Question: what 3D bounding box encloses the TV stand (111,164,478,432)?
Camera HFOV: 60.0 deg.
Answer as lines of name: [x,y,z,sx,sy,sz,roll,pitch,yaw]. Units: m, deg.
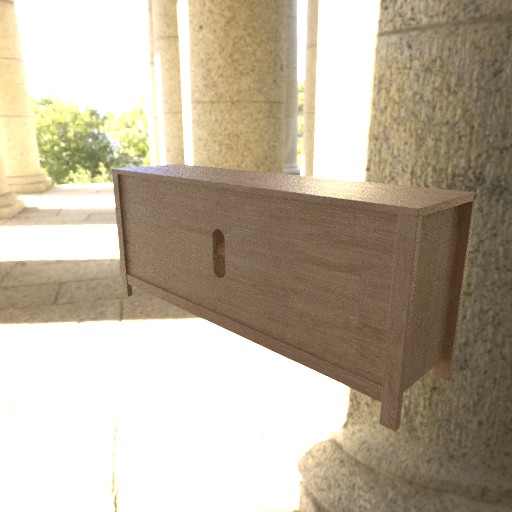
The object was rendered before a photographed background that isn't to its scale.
TV stand: [0.000,0.000,1.743,1.466,0.610,0.398,16,22,43]
